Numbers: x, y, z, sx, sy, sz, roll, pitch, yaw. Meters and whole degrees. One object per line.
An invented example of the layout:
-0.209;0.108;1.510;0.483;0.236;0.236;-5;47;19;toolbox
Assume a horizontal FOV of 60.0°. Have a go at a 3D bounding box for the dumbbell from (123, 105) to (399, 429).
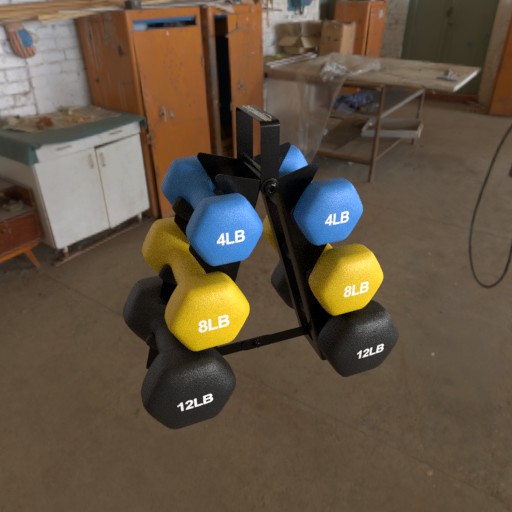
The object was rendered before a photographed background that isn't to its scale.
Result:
0.000;0.000;0.672;0.409;0.426;0.255;-11;33;-18;dumbbell
